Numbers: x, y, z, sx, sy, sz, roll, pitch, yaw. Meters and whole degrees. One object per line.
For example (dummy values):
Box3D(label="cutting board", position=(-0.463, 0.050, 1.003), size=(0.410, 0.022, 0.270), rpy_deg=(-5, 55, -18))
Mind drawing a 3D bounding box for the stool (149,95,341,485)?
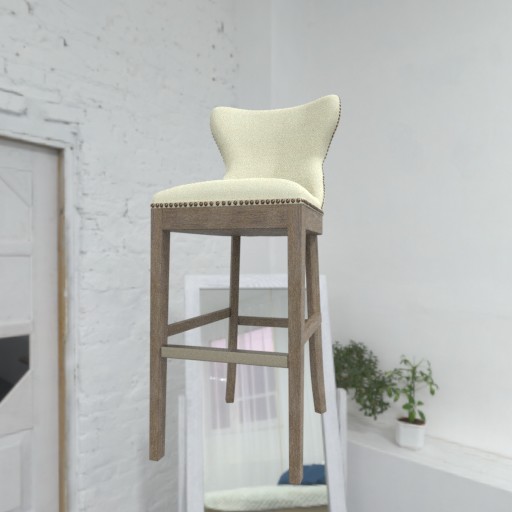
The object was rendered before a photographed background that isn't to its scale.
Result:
Box3D(label="stool", position=(0.000, 0.000, 1.434), size=(0.494, 1.123, 0.606), rpy_deg=(0, 1, 18))
